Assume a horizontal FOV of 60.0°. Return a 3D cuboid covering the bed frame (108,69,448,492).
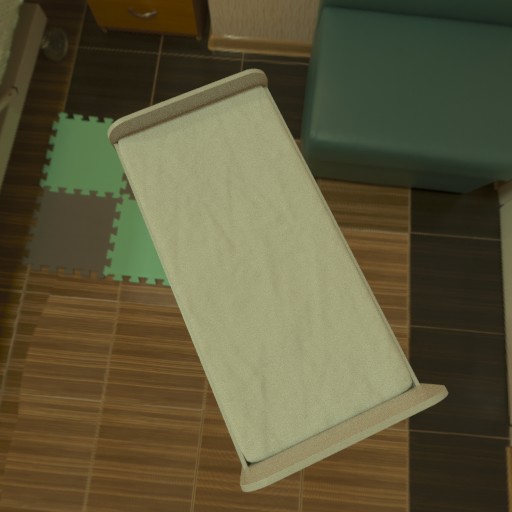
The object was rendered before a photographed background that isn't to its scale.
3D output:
[{"bbox_3d":[0.000,0.000,2.423,0.998,0.805,1.963,-23,77,-6],"label":"bed frame"}]
